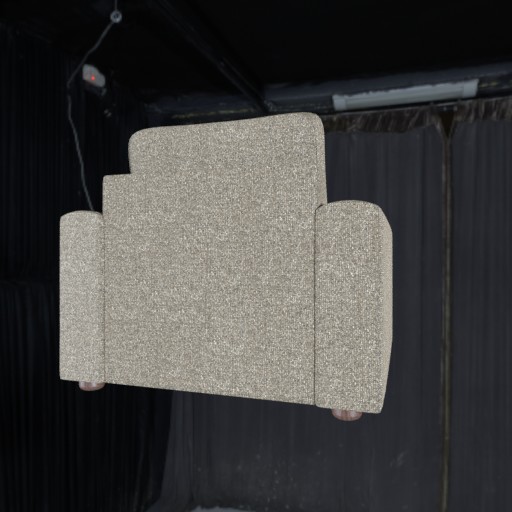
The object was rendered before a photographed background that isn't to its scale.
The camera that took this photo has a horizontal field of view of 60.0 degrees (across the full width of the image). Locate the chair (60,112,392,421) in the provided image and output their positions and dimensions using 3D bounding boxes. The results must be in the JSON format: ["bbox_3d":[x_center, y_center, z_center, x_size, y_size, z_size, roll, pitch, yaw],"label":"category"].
[{"bbox_3d":[0.000,0.000,1.742,1.005,0.873,1.016,0,0,18],"label":"chair"}]
